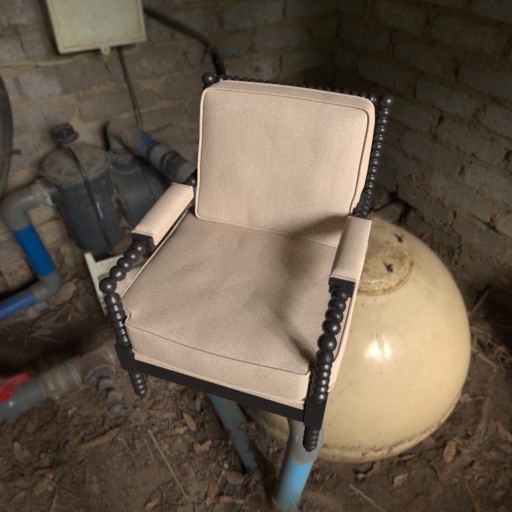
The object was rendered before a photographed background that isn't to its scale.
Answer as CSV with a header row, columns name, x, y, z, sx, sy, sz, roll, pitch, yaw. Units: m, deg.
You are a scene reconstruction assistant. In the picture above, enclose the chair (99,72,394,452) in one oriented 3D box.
name,x,y,z,sx,sy,sz,roll,pitch,yaw
chair,0.000,0.000,1.177,0.555,0.703,0.657,13,43,14
